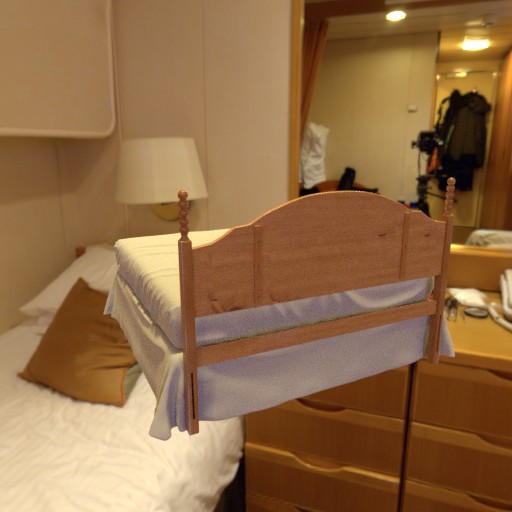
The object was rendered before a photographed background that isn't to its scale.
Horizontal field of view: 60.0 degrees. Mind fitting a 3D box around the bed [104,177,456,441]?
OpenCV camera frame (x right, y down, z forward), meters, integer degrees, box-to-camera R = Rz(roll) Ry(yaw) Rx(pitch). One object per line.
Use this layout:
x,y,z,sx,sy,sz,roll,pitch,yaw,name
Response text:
0.000,0.000,3.659,2.322,1.355,2.219,-7,16,-25,bed
